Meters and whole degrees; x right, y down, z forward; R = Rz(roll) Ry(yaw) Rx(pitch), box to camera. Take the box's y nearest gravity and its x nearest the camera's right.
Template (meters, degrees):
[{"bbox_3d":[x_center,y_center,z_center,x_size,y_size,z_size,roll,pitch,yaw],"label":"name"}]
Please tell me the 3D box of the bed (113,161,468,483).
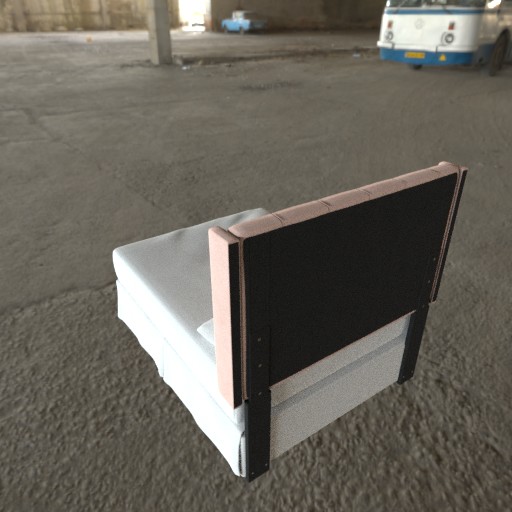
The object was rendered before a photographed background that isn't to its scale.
[{"bbox_3d":[0.000,0.000,3.364,1.719,1.665,2.066,-19,34,-30],"label":"bed"}]
